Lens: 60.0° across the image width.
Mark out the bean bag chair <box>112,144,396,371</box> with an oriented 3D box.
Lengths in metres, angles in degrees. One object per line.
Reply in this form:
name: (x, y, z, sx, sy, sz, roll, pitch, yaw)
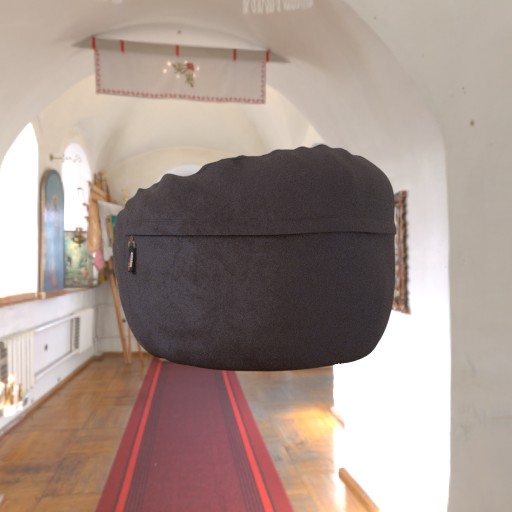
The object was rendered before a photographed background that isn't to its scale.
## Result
bean bag chair: (0.000, 0.000, 2.051, 1.245, 0.821, 1.245, 0, 1, 0)
